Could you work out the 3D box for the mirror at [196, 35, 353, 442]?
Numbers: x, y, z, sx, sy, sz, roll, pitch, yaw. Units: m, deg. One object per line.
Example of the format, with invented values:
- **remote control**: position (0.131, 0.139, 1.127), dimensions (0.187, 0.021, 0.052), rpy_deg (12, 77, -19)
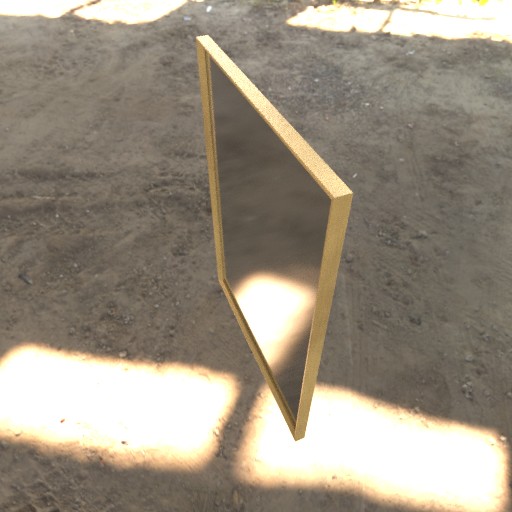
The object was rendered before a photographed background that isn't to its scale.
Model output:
- **mirror**: position (0.000, 0.000, 1.340), dimensions (0.041, 1.016, 0.762), rpy_deg (-17, 48, -16)
